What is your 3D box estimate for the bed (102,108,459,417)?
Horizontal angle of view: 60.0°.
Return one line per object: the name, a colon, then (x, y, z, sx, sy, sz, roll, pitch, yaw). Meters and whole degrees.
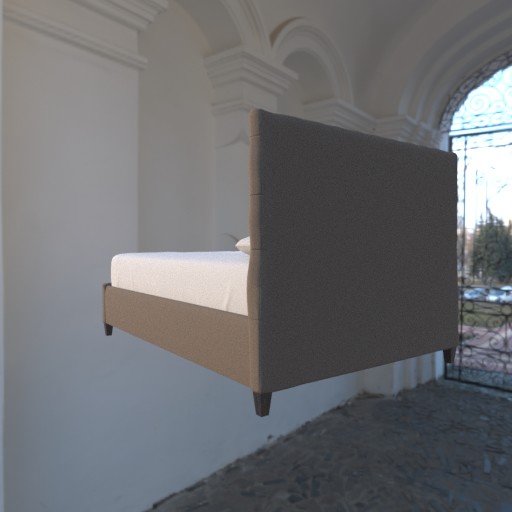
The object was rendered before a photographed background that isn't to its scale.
bed: (0.000, 0.000, 3.457, 1.698, 1.427, 2.387, -1, 2, -36)
